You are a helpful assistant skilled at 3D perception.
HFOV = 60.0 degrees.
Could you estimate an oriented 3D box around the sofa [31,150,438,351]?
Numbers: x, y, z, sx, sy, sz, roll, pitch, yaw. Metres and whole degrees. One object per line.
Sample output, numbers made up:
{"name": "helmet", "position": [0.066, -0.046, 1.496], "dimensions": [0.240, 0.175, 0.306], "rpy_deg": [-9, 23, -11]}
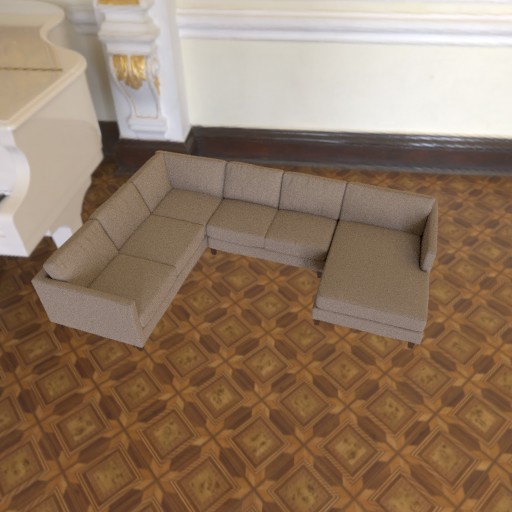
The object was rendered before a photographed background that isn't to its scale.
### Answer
{"name": "sofa", "position": [0.000, 0.000, 4.556], "dimensions": [3.438, 0.865, 2.424], "rpy_deg": [12, 43, 14]}
